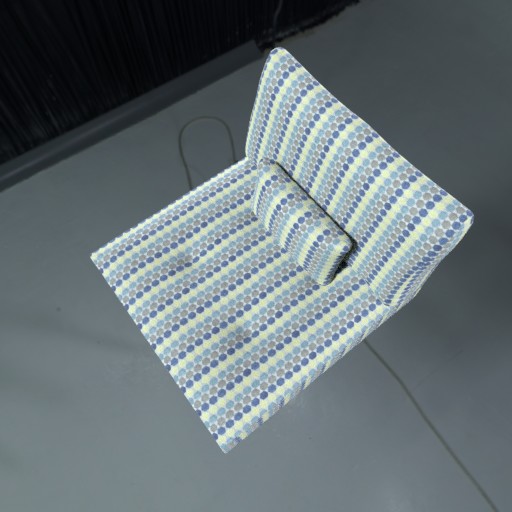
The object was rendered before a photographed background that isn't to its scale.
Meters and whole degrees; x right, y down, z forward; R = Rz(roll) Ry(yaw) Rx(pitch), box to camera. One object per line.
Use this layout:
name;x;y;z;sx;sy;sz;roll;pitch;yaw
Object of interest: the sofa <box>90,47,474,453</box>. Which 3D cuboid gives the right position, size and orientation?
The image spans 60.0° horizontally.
sofa;0.000;0.000;1.664;1.000;0.830;0.930;-35;69;-15
